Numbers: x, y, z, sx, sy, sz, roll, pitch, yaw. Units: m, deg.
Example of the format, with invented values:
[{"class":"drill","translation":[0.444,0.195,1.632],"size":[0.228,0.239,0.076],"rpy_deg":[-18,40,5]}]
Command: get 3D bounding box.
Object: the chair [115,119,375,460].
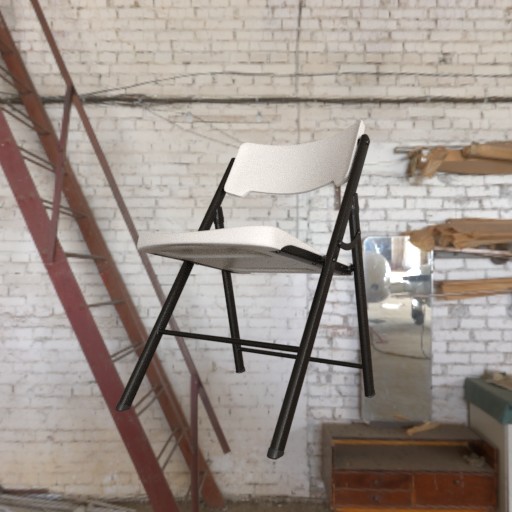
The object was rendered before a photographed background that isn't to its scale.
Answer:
[{"class":"chair","translation":[0.000,0.000,1.173],"size":[0.482,0.765,0.577],"rpy_deg":[-1,-1,36]}]
